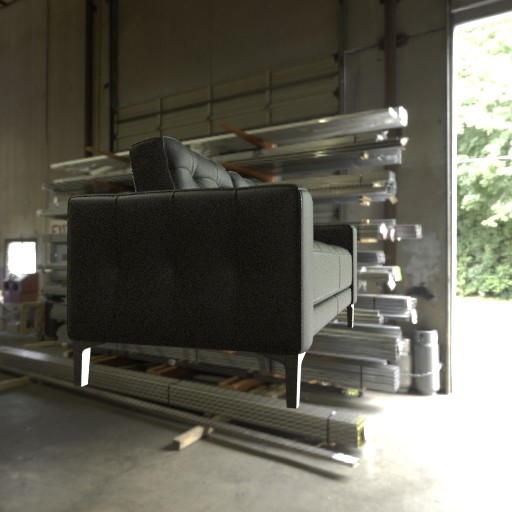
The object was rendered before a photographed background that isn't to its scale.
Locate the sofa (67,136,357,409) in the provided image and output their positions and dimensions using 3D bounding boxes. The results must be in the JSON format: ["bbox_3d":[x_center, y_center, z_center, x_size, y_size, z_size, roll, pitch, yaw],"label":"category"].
[{"bbox_3d":[0.000,0.000,2.173,0.833,0.893,1.726,0,-1,18],"label":"sofa"}]
